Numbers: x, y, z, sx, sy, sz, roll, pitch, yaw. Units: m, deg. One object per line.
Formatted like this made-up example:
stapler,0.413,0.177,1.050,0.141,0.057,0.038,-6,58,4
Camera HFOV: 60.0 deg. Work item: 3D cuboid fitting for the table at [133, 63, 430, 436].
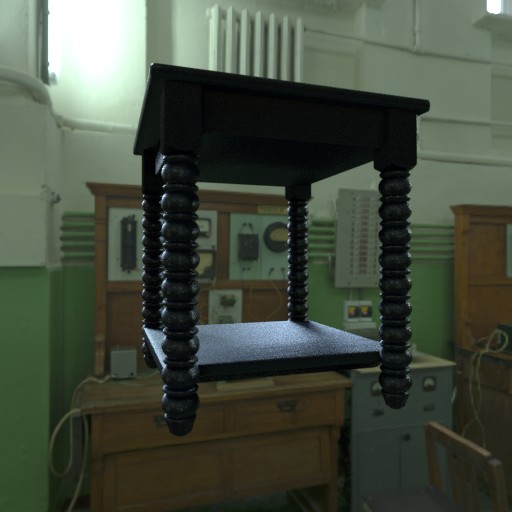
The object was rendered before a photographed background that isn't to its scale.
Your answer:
table,0.000,0.000,0.978,0.500,0.567,0.533,0,0,-18
